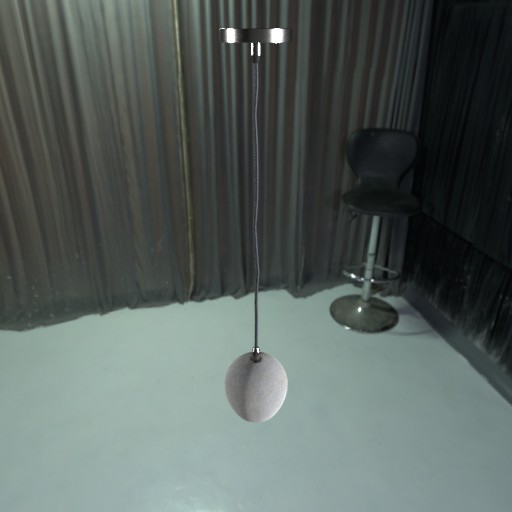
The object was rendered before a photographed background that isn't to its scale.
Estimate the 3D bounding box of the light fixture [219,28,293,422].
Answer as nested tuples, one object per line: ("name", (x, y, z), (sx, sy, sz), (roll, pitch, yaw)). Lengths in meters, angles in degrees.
("light fixture", (0.000, 0.000, 0.837), (0.139, 0.764, 0.139), (-8, 28, -16))
